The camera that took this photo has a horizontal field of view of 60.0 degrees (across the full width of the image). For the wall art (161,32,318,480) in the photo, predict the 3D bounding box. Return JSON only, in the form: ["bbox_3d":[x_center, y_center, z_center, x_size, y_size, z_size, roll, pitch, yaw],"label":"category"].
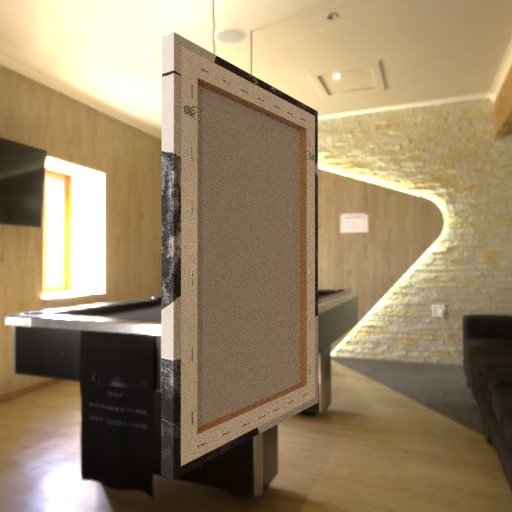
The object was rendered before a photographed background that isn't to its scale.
[{"bbox_3d":[0.000,0.000,1.159,0.041,0.915,0.610,0,-1,37],"label":"wall art"}]
